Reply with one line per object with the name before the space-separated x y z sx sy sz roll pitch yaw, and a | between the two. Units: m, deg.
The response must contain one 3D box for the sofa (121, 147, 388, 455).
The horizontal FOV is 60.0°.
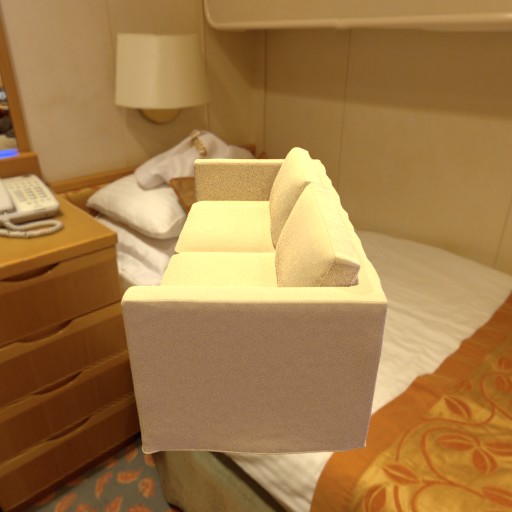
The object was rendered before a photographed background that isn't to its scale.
sofa | 0.000 0.000 2.502 0.940 0.870 1.987 0 26 0
